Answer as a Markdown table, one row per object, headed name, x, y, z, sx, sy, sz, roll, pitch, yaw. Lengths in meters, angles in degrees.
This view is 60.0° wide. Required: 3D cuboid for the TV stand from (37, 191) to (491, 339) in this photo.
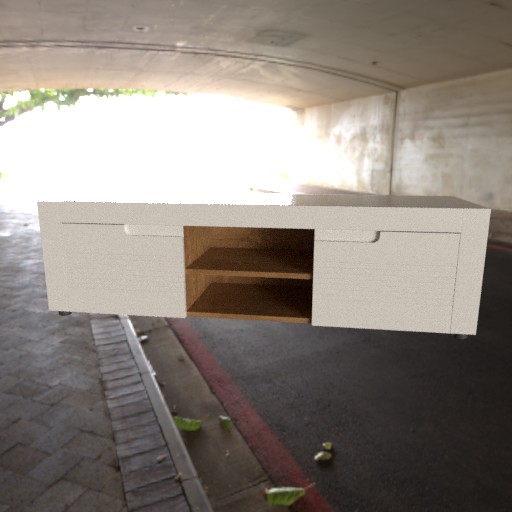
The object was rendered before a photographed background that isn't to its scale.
| name | x | y | z | sx | sy | sz | roll | pitch | yaw |
| --- | --- | --- | --- | --- | --- | --- | --- | --- | --- |
| TV stand | 0.000 | 0.000 | 1.698 | 1.500 | 0.440 | 0.410 | 2 | 13 | 9 |
